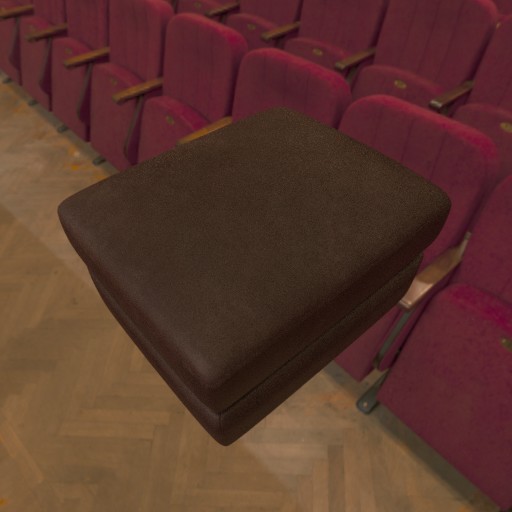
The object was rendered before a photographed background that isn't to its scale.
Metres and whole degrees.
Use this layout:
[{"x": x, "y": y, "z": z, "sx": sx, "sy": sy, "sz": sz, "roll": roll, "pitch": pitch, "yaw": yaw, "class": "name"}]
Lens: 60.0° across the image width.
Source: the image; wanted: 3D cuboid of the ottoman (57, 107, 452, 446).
[{"x": 0.000, "y": 0.000, "z": 1.256, "sx": 0.806, "sy": 0.569, "sz": 0.670, "roll": -32, "pitch": 54, "yaw": -27, "class": "ottoman"}]
